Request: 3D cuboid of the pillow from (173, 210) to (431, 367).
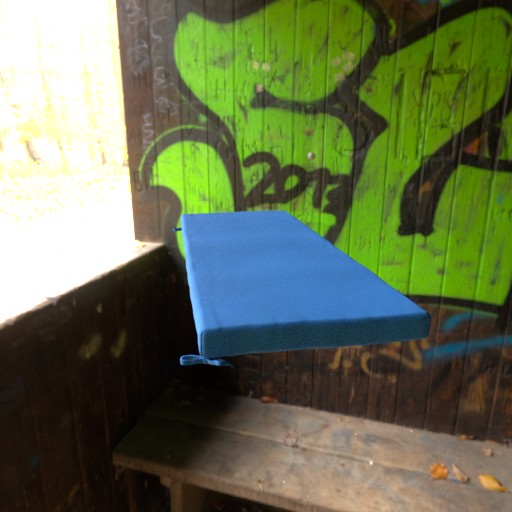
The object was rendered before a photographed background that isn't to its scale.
[{"bbox_3d":[0.000,0.000,1.363,0.492,0.081,1.187,-3,17,-10],"label":"pillow"}]
